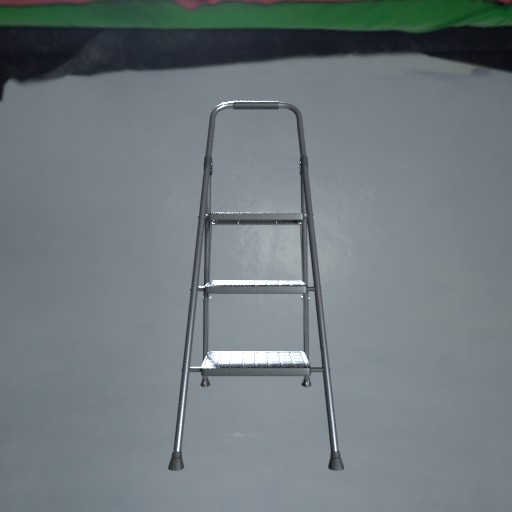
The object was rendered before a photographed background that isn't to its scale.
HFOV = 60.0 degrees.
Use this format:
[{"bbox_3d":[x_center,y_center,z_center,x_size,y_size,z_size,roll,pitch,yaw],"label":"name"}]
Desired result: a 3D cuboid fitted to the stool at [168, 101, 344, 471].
[{"bbox_3d":[0.000,0.000,1.526,0.473,1.121,0.733,0,2,0],"label":"stool"}]
